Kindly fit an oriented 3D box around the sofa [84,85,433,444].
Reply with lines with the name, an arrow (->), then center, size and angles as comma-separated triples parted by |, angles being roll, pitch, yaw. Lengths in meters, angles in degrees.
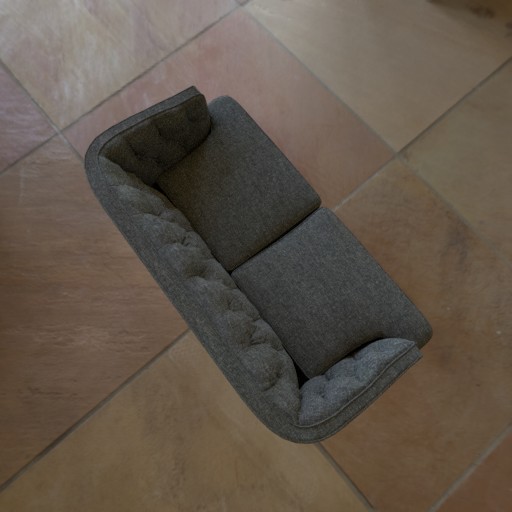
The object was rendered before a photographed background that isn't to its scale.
sofa -> 0.000, 0.000, 2.300 | 0.941, 0.855, 1.733 | -37, 78, -9
